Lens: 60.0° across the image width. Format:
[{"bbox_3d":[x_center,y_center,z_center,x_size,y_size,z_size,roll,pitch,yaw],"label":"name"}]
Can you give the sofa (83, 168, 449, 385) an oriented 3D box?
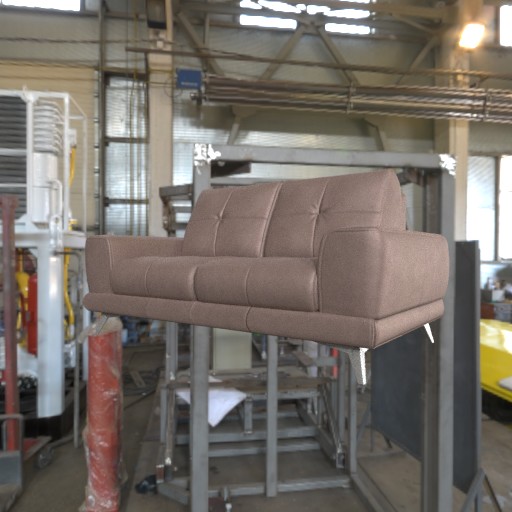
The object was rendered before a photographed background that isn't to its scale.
[{"bbox_3d":[0.000,0.000,2.436,1.806,0.907,1.018,0,1,36],"label":"sofa"}]
